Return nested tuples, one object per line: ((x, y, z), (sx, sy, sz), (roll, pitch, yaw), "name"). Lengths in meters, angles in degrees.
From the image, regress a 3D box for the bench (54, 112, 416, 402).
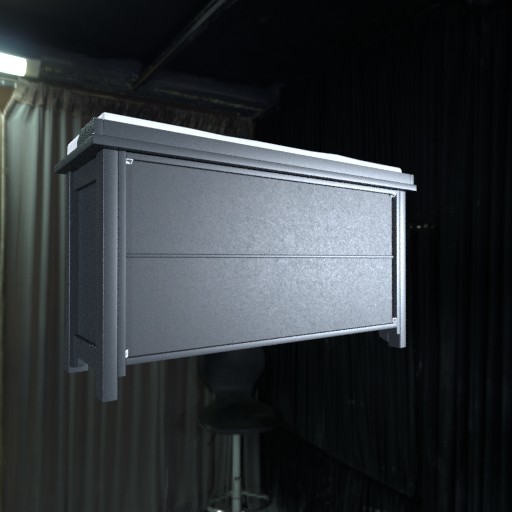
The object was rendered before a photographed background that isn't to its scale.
((0.000, 0.000, 1.229), (0.973, 0.561, 0.345), (0, -1, -35), "bench")
